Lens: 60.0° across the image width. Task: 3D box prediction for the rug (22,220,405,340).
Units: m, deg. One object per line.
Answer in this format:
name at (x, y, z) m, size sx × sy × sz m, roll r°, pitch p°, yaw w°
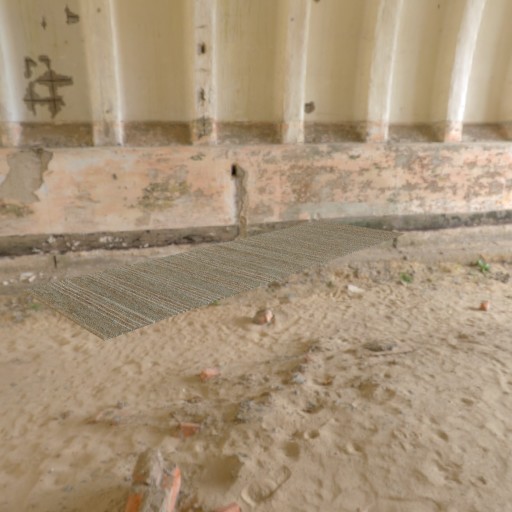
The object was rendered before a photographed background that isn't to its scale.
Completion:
rug at (0.000, 0.000, 2.718) m, size 0.783 × 0.006 × 2.438 m, roll 14°, pitch 21°, yaw 41°
